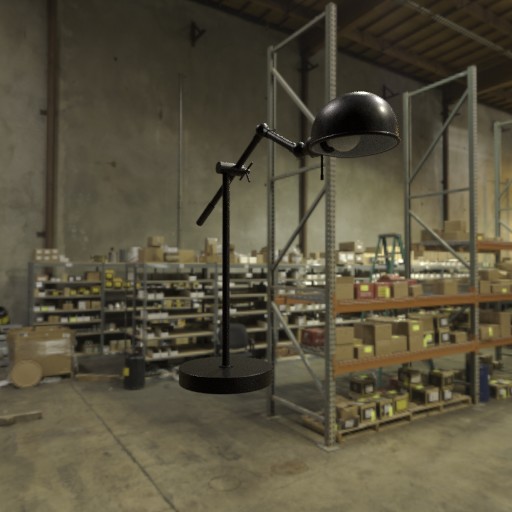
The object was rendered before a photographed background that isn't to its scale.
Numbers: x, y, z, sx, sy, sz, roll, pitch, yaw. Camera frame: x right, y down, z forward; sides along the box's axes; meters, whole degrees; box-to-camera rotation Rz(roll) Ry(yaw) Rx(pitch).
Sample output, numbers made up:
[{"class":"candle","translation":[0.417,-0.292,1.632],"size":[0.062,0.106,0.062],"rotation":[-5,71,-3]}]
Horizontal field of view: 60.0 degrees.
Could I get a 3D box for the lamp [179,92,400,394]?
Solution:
[{"class":"lamp","translation":[0.000,0.000,0.797],"size":[0.185,0.495,0.567],"rotation":[1,-1,-33]}]
